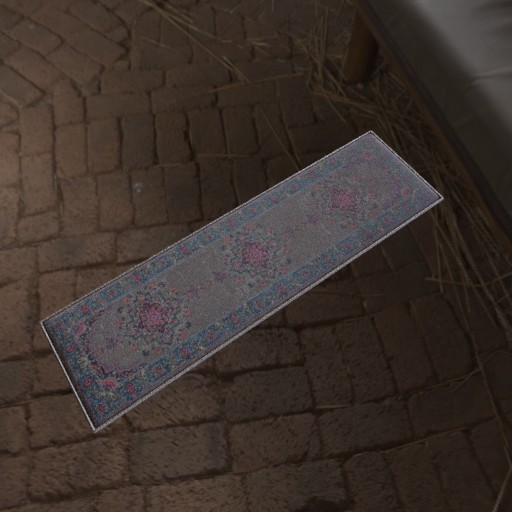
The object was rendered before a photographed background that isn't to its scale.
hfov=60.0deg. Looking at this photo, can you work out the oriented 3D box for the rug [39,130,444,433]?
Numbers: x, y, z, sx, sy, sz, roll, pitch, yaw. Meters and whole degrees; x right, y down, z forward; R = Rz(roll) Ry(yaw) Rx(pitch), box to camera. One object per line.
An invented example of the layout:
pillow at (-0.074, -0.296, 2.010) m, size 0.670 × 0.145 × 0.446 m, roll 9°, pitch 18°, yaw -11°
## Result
rug at (0.000, 0.000, 2.477) m, size 2.297 × 0.019 × 0.659 m, roll -32°, pitch 67°, yaw -15°
